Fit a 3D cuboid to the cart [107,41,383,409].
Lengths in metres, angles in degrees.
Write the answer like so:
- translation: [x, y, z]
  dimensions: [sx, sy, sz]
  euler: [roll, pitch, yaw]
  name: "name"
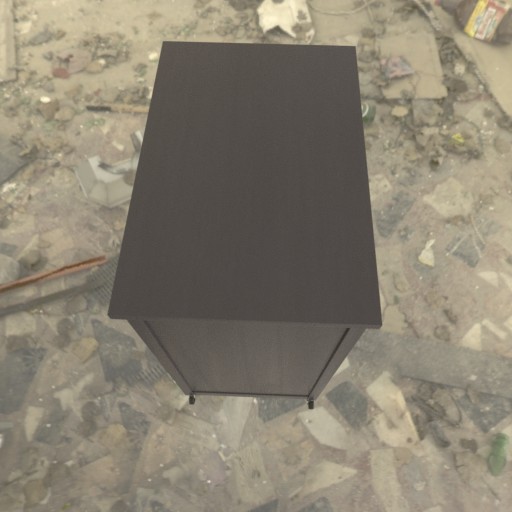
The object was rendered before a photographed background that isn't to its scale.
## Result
- translation: [0.000, 0.000, 1.249]
  dimensions: [0.449, 0.878, 0.690]
  euler: [2, 63, 1]
  name: "cart"
